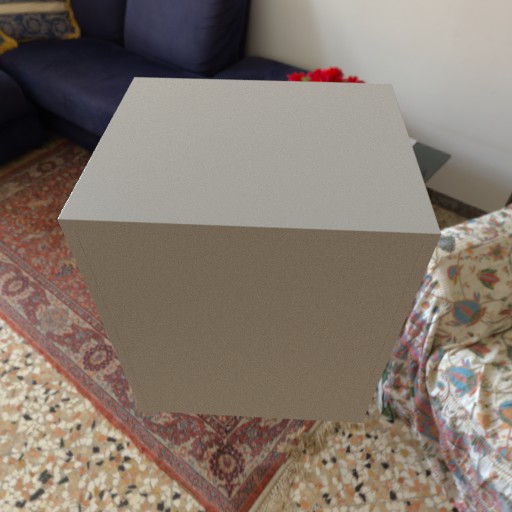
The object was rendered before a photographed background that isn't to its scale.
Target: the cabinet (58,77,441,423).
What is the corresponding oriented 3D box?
[{"bbox_3d":[0.000,0.000,0.755,0.400,0.470,0.360,2,47,2],"label":"cabinet"}]
